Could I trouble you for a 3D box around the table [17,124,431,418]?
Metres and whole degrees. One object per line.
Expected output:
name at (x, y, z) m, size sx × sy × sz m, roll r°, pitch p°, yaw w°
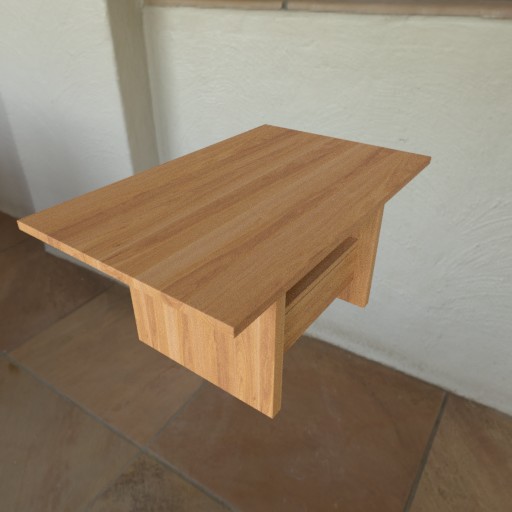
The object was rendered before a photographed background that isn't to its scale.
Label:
table at (0.000, 0.000, 1.459) m, size 0.700 × 0.510 × 1.100 m, roll 21°, pitch 37°, yaw 30°
